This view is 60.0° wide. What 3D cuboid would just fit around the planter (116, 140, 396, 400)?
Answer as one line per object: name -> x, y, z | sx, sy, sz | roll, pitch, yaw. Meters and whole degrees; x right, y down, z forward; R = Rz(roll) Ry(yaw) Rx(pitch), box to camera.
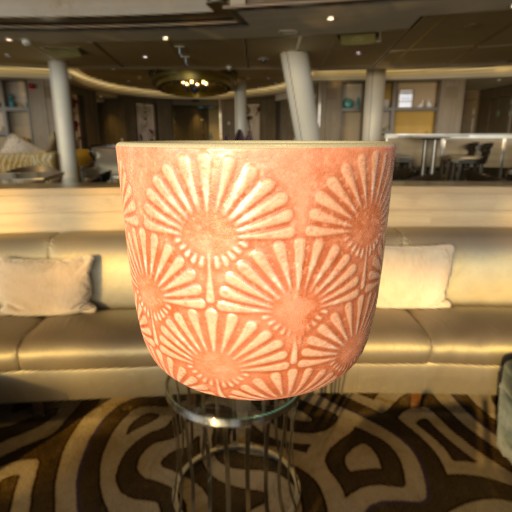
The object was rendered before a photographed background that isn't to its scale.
planter -> 0.000, 0.000, 0.218 | 0.124, 0.109, 0.124 | 0, 15, 0
